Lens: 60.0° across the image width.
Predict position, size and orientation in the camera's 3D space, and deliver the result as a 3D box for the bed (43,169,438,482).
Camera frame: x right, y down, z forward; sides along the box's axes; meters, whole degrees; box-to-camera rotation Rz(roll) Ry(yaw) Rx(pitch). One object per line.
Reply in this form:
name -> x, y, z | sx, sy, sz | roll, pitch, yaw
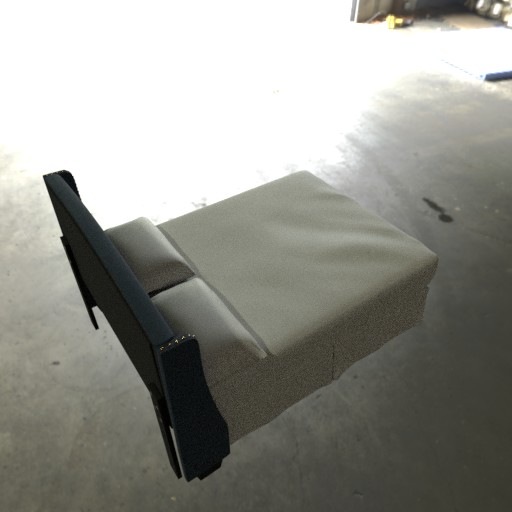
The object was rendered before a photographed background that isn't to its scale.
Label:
bed -> 0.000, 0.000, 3.199 | 2.237, 1.407, 1.710 | -25, 47, -26
